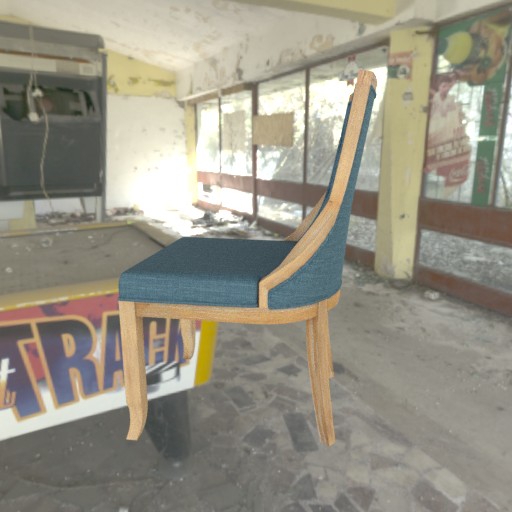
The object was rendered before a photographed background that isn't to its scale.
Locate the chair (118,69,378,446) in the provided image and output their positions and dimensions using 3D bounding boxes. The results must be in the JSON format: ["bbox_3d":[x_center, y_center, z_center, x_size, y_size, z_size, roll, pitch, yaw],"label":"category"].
[{"bbox_3d":[0.000,0.000,1.314,0.641,0.947,0.524,2,14,9],"label":"chair"}]
